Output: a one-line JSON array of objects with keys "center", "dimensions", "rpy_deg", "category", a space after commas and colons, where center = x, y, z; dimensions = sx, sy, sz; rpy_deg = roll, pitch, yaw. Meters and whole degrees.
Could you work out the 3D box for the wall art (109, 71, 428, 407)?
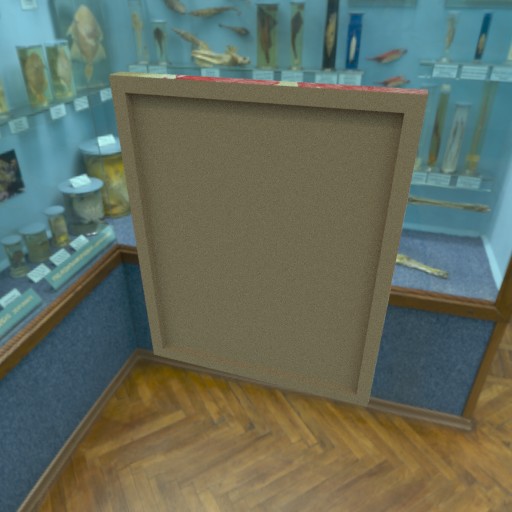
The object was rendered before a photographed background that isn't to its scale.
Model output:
[{"center": [0.000, 0.000, 0.683], "dimensions": [0.406, 0.508, 0.028], "rpy_deg": [10, 33, 15], "category": "wall art"}]
